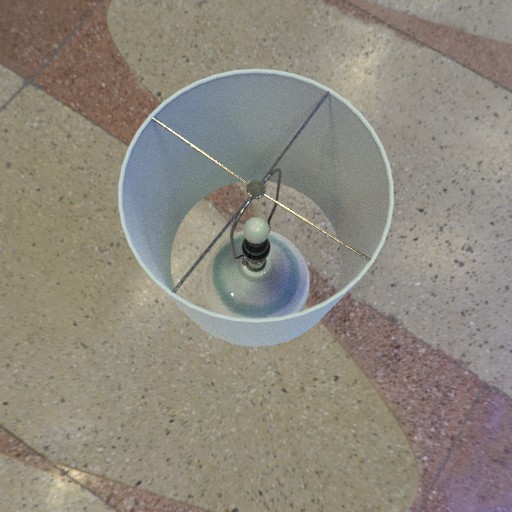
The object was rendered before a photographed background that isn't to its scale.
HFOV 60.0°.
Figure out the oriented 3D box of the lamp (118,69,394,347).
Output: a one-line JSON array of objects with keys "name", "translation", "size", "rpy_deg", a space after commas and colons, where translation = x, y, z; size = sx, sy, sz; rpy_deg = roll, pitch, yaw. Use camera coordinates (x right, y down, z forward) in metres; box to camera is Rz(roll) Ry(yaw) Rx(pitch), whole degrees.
[{"name": "lamp", "translation": [0.000, 0.000, 0.542], "size": [0.217, 0.404, 0.217], "rpy_deg": [34, 77, 9]}]
